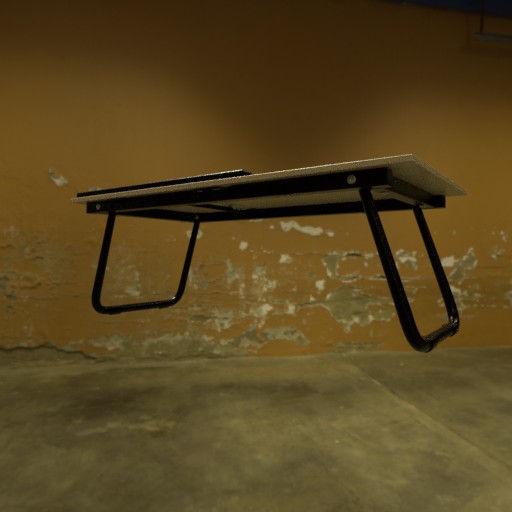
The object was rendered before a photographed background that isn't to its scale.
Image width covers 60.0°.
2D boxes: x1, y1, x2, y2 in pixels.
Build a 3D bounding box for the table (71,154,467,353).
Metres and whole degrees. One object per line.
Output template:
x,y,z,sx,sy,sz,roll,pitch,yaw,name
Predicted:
0.000,0.000,0.795,0.644,0.242,0.322,0,0,35,table
